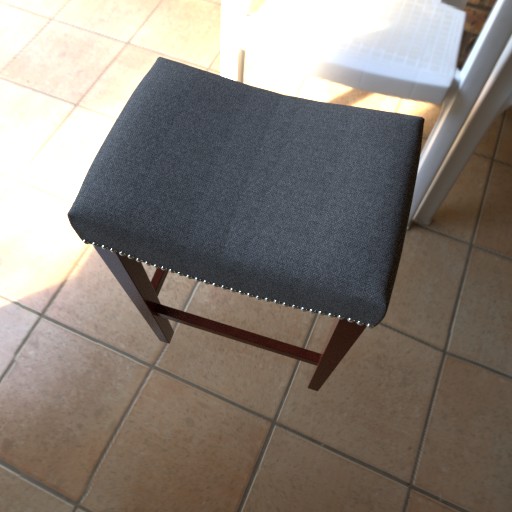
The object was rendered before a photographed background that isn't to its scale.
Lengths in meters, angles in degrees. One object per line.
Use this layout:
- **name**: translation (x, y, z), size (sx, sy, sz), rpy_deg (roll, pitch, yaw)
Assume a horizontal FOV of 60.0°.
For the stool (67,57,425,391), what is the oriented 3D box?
- **stool**: translation (0.000, 0.000, 1.018), size (0.504, 0.742, 0.372), rpy_deg (16, 65, 7)
